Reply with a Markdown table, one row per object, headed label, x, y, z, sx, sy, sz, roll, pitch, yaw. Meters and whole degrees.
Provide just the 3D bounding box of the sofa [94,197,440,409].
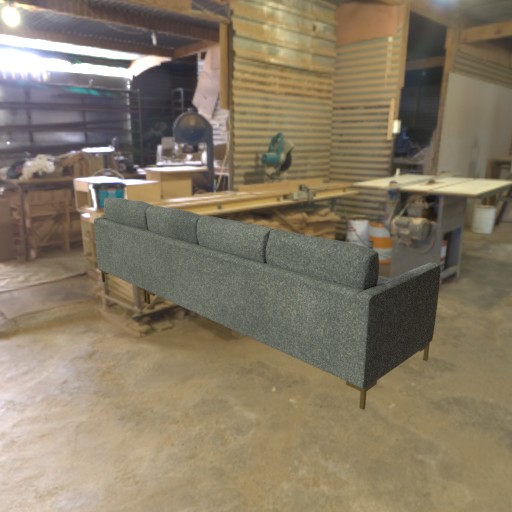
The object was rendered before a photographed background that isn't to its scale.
| label | x | y | z | sx | sy | sz | roll | pitch | yaw |
| --- | --- | --- | --- | --- | --- | --- | --- | --- | --- |
| sofa | 0.000 | 0.000 | 3.555 | 1.350 | 0.810 | 2.932 | -14 | 21 | -43 |
